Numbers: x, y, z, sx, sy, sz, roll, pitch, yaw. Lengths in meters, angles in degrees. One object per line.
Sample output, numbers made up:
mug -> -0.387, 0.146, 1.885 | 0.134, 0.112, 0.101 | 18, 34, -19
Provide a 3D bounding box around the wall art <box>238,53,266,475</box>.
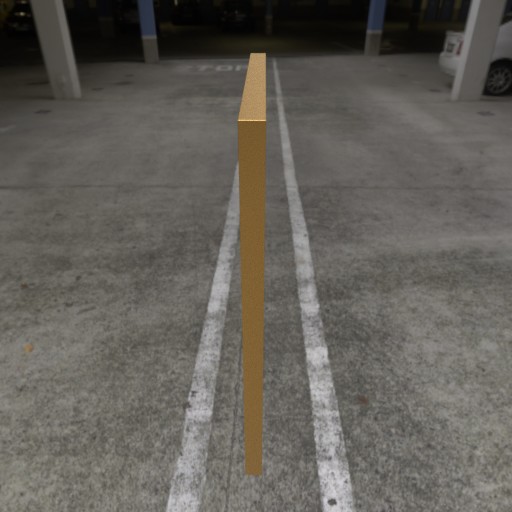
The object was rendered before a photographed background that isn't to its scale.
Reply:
wall art -> 0.000, 0.000, 1.065 | 0.038, 0.812, 0.610 | 1, 32, 1
